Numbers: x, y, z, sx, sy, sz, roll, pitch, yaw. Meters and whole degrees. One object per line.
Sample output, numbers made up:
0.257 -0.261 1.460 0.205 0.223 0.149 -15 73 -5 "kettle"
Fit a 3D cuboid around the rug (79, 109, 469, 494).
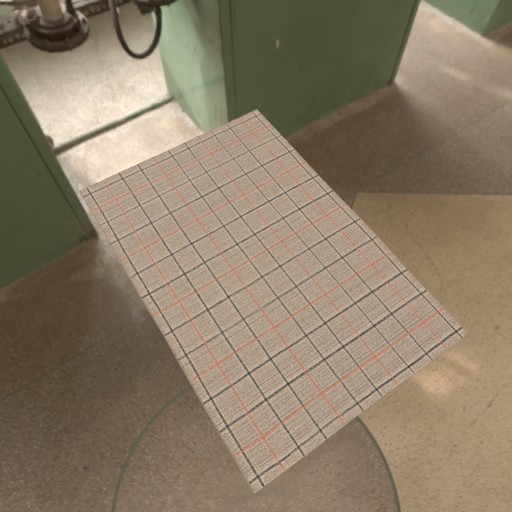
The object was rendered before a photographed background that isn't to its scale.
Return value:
0.000 0.000 2.322 1.220 0.013 1.829 -30 64 -16 "rug"
